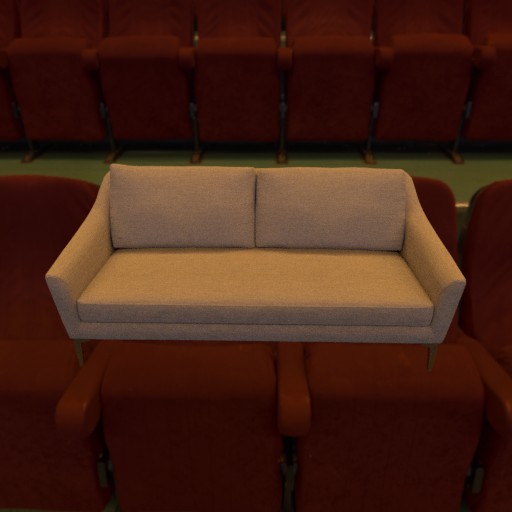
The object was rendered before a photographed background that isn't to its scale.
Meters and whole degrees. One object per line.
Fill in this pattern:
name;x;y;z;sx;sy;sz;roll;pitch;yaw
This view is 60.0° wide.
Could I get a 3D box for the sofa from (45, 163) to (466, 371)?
sofa;0.000;0.000;2.602;2.036;0.913;0.980;1;31;1
